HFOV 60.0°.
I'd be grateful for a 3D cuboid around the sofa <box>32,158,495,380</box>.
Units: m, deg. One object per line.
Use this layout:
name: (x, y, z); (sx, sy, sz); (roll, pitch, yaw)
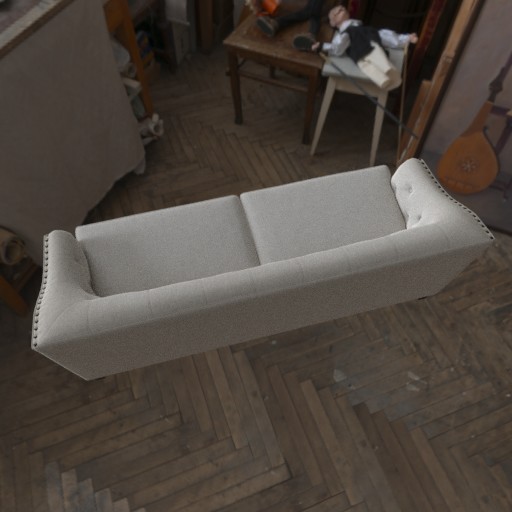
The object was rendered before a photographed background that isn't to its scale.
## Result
sofa: (0.000, 0.000, 2.617); (2.235, 0.901, 0.914); (-13, 59, -8)
